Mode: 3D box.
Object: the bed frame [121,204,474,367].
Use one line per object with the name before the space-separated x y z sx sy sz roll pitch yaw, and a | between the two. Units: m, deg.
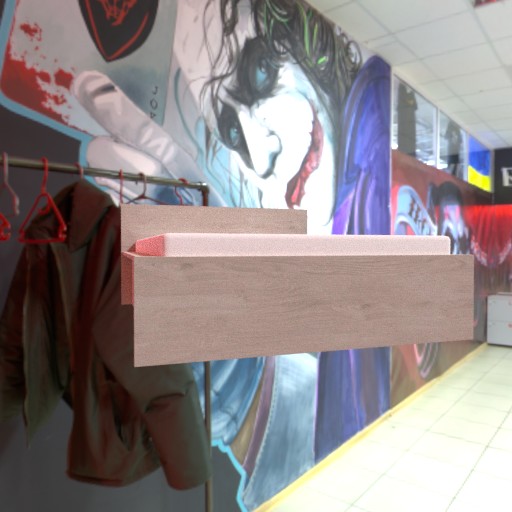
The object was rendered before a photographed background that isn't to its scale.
bed frame | 0.000 0.000 2.866 1.622 0.800 1.960 0 1 -18
